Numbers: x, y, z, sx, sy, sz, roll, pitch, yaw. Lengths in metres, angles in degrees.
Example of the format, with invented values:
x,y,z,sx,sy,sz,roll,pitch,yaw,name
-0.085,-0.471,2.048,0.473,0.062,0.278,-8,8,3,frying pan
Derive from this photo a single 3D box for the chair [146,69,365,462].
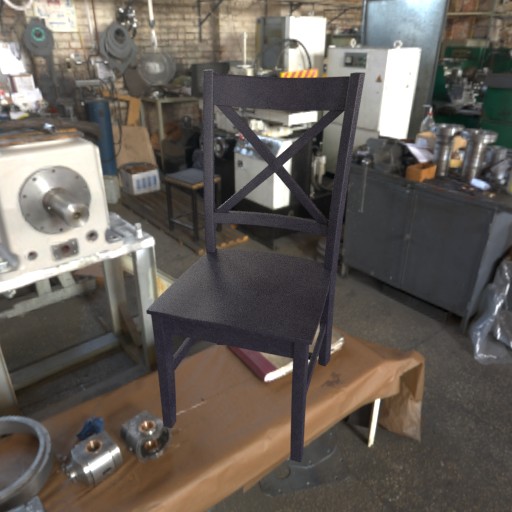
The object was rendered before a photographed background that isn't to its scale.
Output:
x,y,z,sx,sy,sz,roll,pitch,yaw,name
0.000,0.000,1.309,0.485,0.983,0.542,8,27,16,chair
